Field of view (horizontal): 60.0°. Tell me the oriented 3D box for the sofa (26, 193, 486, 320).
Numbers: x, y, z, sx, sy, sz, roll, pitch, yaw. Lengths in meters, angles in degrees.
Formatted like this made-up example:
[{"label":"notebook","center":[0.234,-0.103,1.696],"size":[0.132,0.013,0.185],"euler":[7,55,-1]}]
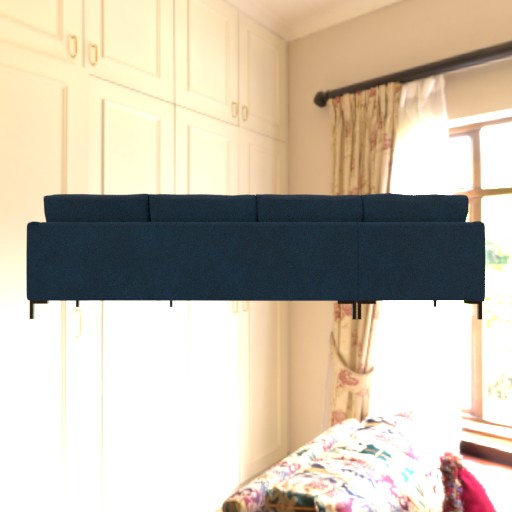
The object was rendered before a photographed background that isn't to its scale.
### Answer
[{"label":"sofa","center":[0.000,0.000,3.184],"size":[2.486,0.687,1.707],"euler":[0,0,0]}]
